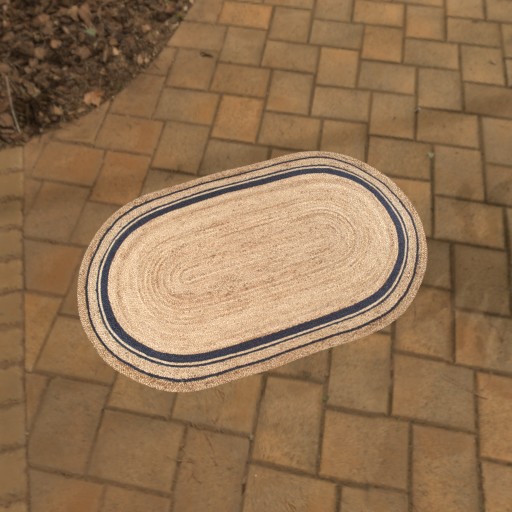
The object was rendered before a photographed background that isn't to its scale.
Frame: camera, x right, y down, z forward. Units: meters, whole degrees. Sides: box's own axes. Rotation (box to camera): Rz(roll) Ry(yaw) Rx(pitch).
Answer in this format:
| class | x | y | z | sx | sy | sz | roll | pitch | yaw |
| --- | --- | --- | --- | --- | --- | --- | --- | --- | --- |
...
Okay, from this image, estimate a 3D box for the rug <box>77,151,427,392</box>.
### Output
| class | x | y | z | sx | sy | sz | roll | pitch | yaw |
| --- | --- | --- | --- | --- | --- | --- | --- | --- | --- |
| rug | 0.000 | 0.000 | 3.048 | 2.432 | 0.006 | 1.520 | -17 | 65 | -8 |
